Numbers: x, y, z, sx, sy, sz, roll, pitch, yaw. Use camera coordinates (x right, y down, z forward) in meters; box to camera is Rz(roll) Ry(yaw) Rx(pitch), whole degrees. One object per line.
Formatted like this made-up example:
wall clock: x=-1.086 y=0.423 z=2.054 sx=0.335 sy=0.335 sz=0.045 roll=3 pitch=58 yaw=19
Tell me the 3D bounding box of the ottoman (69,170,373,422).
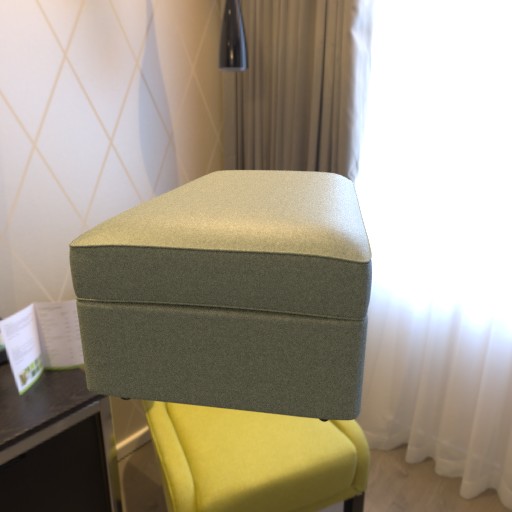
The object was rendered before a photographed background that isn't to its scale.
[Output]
ottoman: x=0.000 y=0.000 z=1.530 sx=0.681 sy=0.494 sz=1.173 roll=3 pitch=18 yaw=9
